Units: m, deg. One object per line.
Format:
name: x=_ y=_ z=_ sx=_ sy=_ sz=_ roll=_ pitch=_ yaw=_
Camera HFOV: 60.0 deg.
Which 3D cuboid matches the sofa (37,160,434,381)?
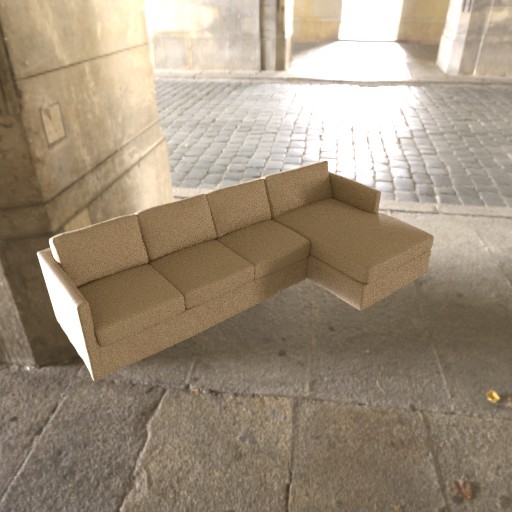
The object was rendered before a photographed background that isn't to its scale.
sofa: x=0.000 y=0.000 z=3.959 sx=3.206 sy=0.871 sz=1.622 roll=-22 pitch=37 yaw=-32
